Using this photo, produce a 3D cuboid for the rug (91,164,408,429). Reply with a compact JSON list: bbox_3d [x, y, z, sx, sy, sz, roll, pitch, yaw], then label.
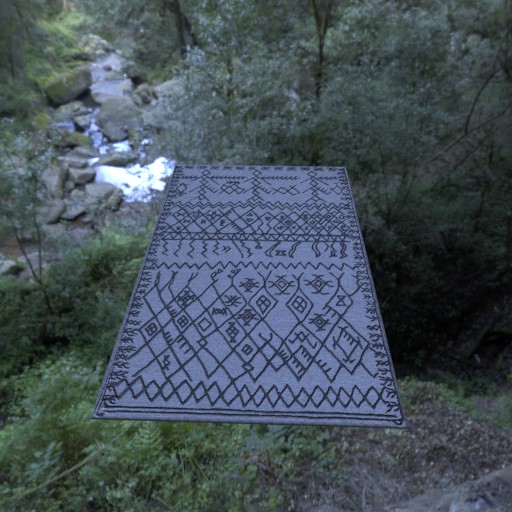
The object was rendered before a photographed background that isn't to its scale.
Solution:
[{"bbox_3d":[0.000,0.000,3.047,1.526,0.012,2.444,1,41,1],"label":"rug"}]
